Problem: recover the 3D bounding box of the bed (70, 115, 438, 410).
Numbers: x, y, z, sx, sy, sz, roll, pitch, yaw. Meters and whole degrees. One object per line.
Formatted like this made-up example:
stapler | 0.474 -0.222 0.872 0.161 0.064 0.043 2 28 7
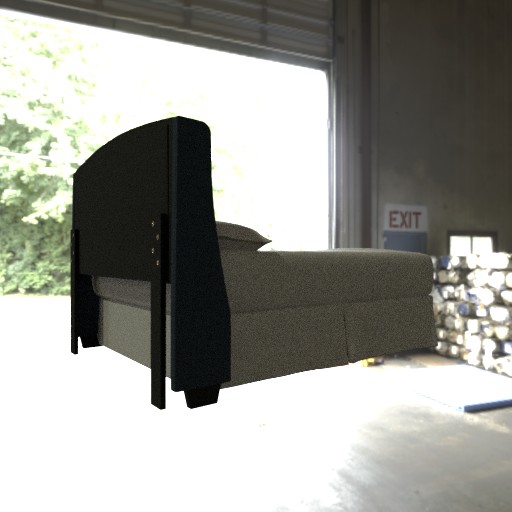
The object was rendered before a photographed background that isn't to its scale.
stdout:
bed | 0.000 0.000 3.294 2.237 1.407 1.710 0 0 -37
